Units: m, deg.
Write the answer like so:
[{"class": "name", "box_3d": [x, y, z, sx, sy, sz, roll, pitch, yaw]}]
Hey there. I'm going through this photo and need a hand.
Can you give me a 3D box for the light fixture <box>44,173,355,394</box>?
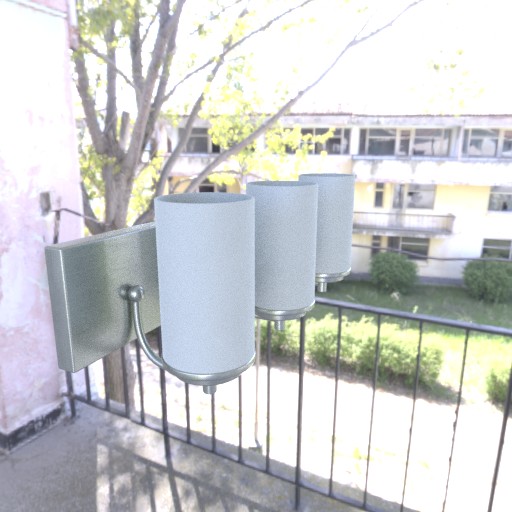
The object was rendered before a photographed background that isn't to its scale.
[{"class": "light fixture", "box_3d": [0.000, 0.000, 0.522, 0.145, 0.172, 0.451, 7, 16, 26]}]
